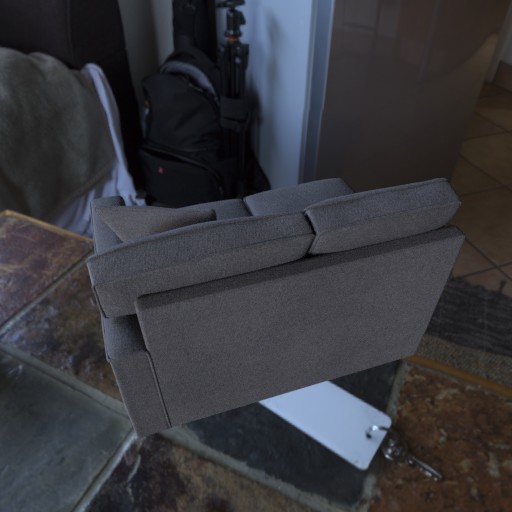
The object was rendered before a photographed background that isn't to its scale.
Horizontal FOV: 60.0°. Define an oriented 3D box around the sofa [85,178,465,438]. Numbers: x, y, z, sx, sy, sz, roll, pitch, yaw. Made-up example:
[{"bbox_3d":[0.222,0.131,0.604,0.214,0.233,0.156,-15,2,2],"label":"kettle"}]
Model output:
[{"bbox_3d":[0.000,0.000,2.068,1.388,0.989,0.991,-12,44,-13],"label":"sofa"}]
